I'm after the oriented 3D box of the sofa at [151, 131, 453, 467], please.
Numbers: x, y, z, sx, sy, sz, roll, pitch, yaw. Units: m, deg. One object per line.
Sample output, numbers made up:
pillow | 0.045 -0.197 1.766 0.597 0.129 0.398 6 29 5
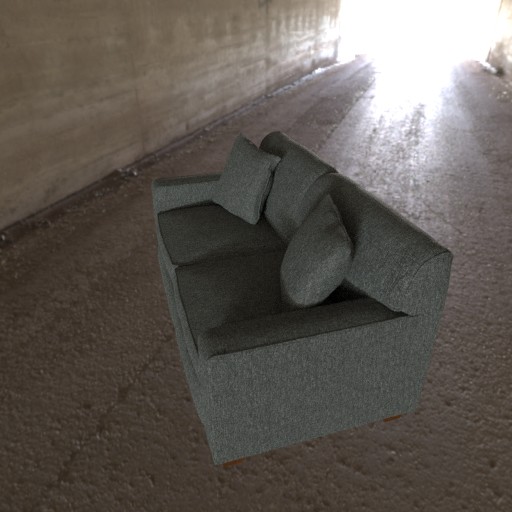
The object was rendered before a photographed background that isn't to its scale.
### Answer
sofa | 0.000 0.000 2.446 0.998 0.958 1.846 -9 31 -15
